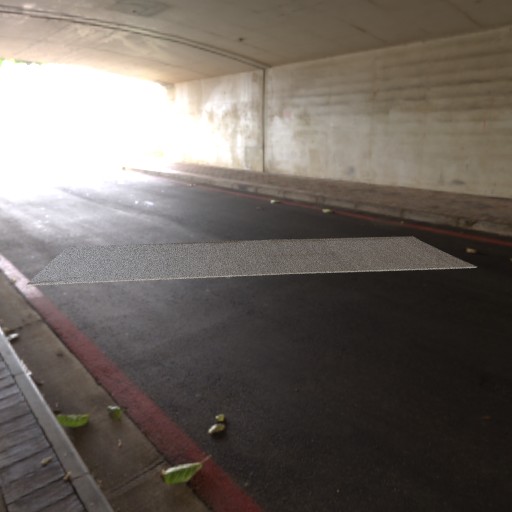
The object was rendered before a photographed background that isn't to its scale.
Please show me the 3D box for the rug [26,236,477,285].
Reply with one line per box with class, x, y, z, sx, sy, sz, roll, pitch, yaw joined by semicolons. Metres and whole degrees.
rug;0.000;0.000;2.678;2.390;0.014;0.741;-2;16;-7
